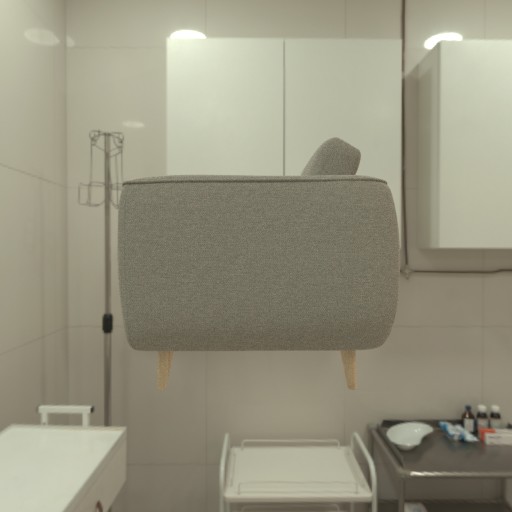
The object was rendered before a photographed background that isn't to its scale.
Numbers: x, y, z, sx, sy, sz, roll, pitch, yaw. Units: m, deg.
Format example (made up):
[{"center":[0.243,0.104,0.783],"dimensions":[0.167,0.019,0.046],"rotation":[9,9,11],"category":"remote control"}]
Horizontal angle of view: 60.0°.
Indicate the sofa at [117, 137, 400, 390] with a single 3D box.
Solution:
[{"center":[0.000,0.000,2.132],"dimensions":[0.920,0.850,1.700],"rotation":[0,1,-1],"category":"sofa"}]
